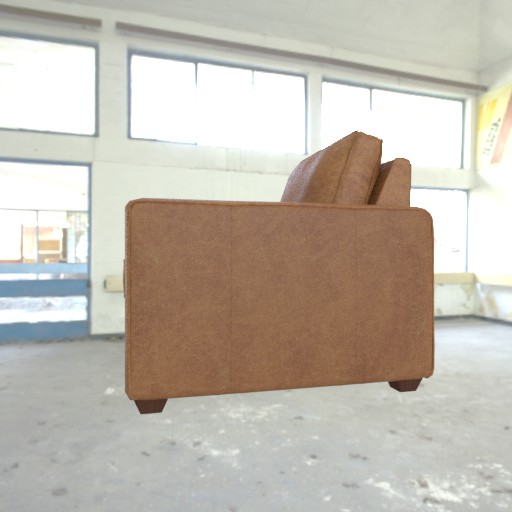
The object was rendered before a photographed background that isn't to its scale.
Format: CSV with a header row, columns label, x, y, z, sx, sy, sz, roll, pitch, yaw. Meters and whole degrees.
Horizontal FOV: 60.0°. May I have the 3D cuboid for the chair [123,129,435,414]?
label,x,y,z,sx,sy,sz,roll,pitch,yaw
chair,0.000,0.000,1.778,1.027,0.901,0.987,0,0,-17
